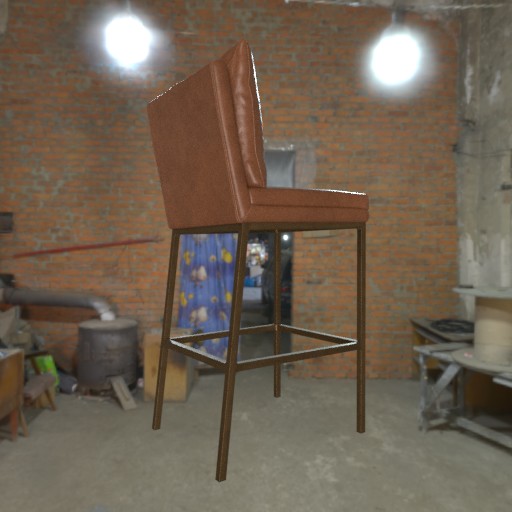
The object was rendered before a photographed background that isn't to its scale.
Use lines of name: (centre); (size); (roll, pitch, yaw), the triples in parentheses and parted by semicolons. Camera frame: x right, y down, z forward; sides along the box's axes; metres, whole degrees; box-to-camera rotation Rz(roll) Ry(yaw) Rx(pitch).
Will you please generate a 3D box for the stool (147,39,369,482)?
stool: (0.000, 0.000, 1.428); (0.571, 1.124, 0.463); (0, 1, -36)
